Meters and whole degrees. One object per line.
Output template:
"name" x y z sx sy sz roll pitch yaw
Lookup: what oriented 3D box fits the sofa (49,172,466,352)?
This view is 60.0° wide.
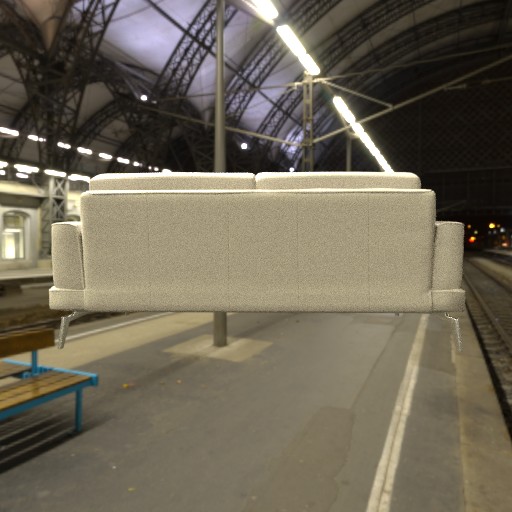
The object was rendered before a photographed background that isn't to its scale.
"sofa" 0.000 0.000 2.770 2.177 0.930 1.121 0 2 2
